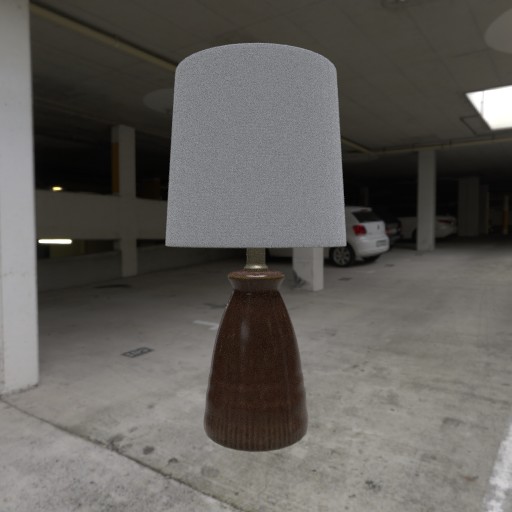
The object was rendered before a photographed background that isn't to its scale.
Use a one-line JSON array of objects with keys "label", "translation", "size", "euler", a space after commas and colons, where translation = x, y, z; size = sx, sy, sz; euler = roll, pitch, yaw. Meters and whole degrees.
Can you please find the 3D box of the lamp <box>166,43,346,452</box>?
[{"label": "lamp", "translation": [0.000, 0.000, 0.466], "size": [0.186, 0.369, 0.186], "euler": [0, 3, 0]}]
